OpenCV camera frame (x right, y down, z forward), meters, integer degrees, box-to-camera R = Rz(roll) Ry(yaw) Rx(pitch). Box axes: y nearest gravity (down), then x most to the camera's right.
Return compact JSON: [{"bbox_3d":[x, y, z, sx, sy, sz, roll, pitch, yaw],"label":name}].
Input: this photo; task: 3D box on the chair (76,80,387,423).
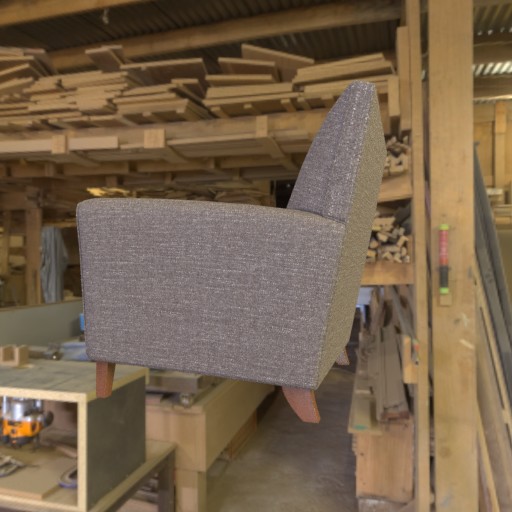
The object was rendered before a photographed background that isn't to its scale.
[{"bbox_3d":[0.000,0.000,1.589,0.875,0.885,0.838,0,0,19],"label":"chair"}]
